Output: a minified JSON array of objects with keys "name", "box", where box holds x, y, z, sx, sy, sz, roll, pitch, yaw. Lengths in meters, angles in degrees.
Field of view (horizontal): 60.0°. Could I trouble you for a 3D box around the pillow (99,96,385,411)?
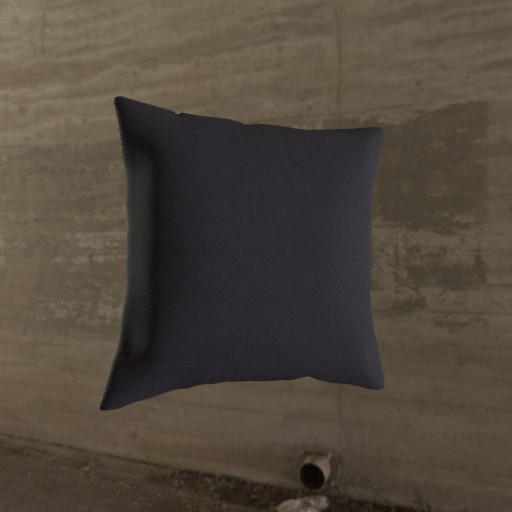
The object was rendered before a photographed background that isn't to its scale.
[{"name":"pillow","box":[0.000,0.000,0.656,0.436,0.430,0.138,0,-1,-17]}]
